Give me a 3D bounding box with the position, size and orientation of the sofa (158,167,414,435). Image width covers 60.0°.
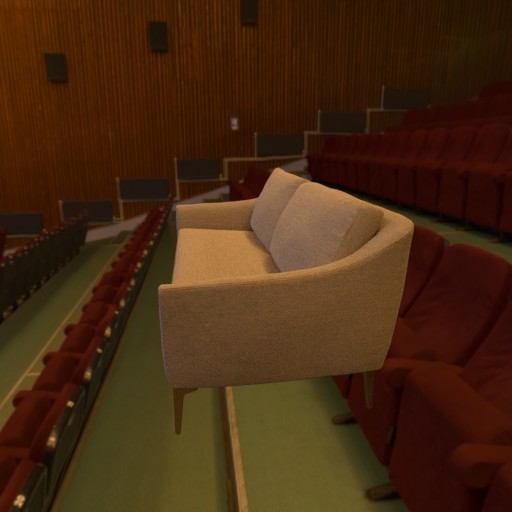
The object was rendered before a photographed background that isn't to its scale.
[{"bbox_3d":[0.000,0.000,2.604,0.980,0.913,2.036,-2,15,-8],"label":"sofa"}]
